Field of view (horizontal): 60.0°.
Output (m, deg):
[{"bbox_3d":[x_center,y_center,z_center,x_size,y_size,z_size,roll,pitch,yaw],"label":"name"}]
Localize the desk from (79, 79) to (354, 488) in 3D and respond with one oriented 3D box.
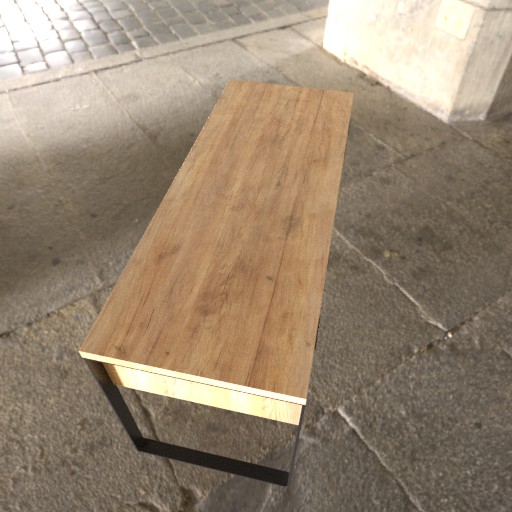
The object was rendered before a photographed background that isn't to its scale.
[{"bbox_3d":[0.000,0.000,1.884,0.600,0.760,1.520,9,49,8],"label":"desk"}]
